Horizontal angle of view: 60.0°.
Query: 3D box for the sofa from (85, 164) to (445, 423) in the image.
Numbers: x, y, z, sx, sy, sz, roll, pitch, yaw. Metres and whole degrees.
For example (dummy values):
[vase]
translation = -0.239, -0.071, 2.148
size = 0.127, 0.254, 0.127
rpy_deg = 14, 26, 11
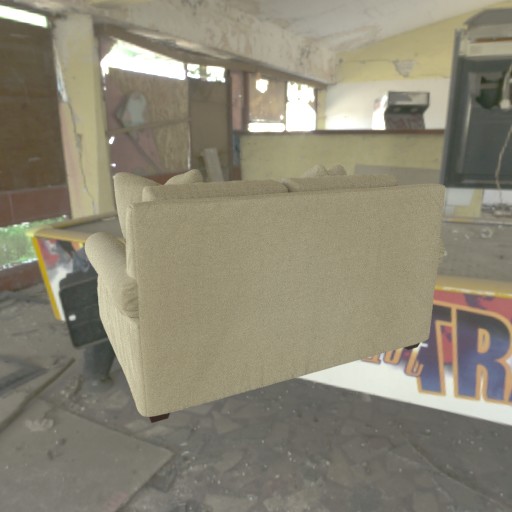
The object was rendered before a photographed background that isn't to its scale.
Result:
[sofa]
translation = 0.000, 0.000, 2.242
size = 1.550, 0.905, 1.070
rpy_deg = -7, 17, -26
